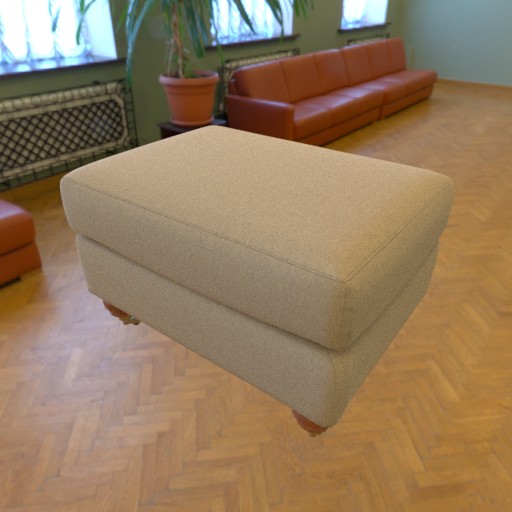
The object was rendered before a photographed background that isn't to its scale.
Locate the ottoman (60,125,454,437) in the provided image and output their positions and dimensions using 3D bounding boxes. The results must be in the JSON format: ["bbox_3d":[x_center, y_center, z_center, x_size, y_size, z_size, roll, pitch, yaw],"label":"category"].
[{"bbox_3d":[0.000,0.000,1.124,0.773,0.497,0.574,21,37,31],"label":"ottoman"}]
